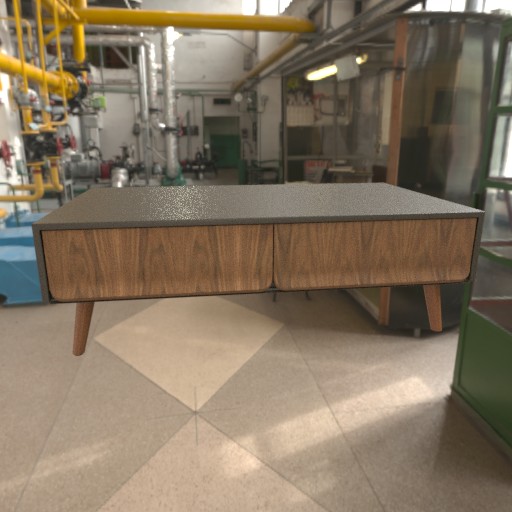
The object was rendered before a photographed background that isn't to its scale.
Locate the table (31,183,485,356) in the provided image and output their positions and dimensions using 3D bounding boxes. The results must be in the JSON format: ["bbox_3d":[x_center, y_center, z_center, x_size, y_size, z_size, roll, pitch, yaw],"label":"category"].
[{"bbox_3d":[0.000,0.000,1.537,1.201,0.404,0.703,-2,16,-8],"label":"table"}]
